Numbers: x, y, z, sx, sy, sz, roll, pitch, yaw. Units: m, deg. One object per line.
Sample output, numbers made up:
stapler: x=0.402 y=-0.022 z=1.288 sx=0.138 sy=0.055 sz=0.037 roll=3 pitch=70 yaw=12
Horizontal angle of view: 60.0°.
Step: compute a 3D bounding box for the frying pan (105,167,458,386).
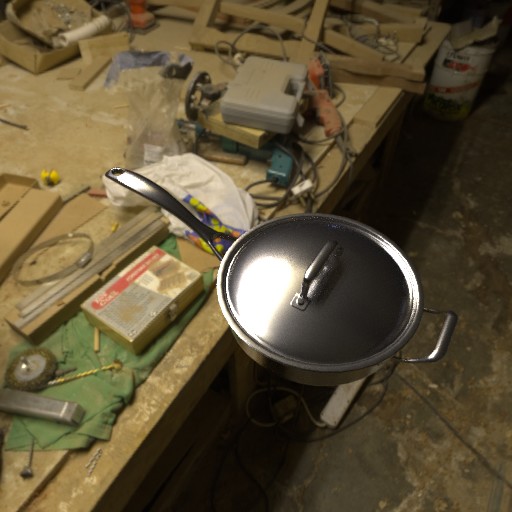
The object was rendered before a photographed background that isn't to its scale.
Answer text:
frying pan: x=0.000 y=0.000 z=0.650 sx=0.561 sy=0.114 sz=0.280 roll=24 pitch=51 yaw=21
